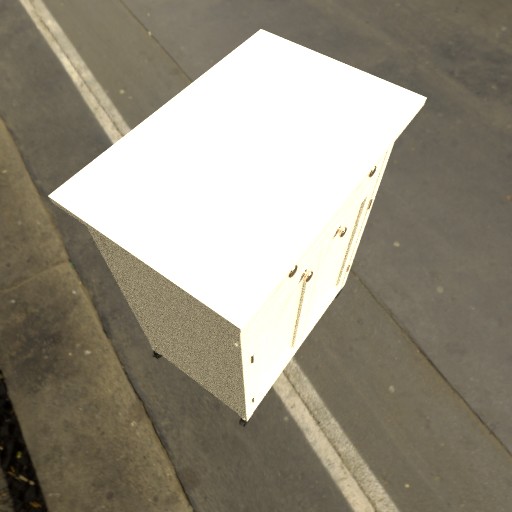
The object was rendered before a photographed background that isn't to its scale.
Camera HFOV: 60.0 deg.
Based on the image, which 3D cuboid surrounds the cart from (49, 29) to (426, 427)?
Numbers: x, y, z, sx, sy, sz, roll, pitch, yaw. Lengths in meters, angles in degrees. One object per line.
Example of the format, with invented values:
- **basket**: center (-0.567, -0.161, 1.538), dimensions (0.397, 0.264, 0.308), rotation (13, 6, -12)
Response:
- **cart**: center (0.000, 0.000, 1.253), dimensions (0.442, 0.864, 0.683), rotation (32, 63, 19)
